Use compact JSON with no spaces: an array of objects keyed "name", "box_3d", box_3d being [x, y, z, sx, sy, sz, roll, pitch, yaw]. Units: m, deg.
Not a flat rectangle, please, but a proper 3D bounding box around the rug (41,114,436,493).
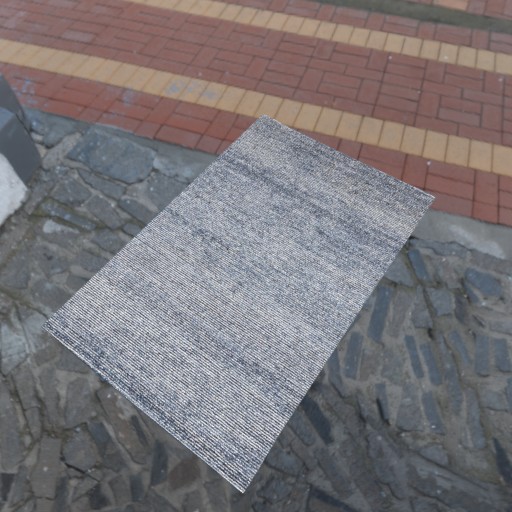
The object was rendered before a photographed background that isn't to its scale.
[{"name":"rug","box_3d":[0.000,0.000,2.184,1.135,0.010,1.740,32,63,18]}]
